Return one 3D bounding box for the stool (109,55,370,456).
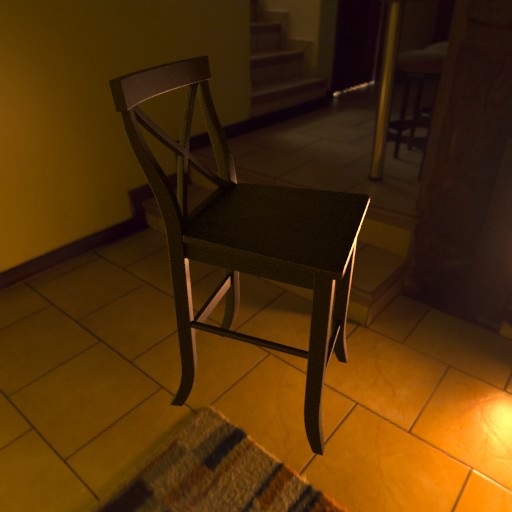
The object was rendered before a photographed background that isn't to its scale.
[{"bbox_3d":[0.000,0.000,1.268,0.559,0.989,0.452,11,32,17],"label":"stool"}]
